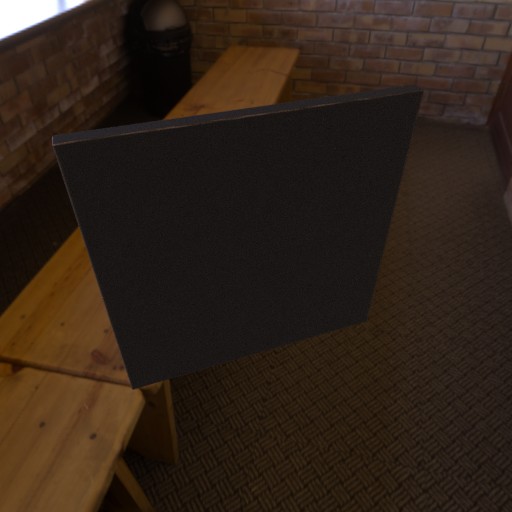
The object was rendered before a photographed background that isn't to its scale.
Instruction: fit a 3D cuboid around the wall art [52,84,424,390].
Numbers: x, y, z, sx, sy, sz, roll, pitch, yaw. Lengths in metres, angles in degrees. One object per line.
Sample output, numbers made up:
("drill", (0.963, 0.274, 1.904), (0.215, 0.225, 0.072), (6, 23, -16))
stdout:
("wall art", (0.000, 0.000, 0.449), (0.304, 0.303, 0.015), (-13, 43, -15))
